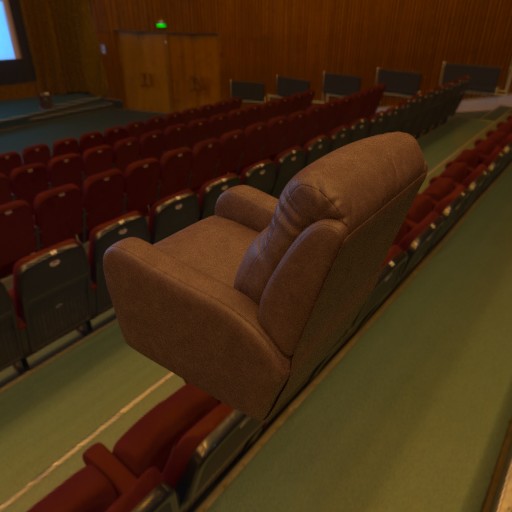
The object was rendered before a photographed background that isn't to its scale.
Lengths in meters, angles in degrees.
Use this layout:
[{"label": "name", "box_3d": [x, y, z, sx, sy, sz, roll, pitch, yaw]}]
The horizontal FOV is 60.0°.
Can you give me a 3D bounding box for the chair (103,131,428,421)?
[{"label": "chair", "box_3d": [0.000, 0.000, 1.844, 1.067, 1.067, 0.865, 22, 37, 31]}]
